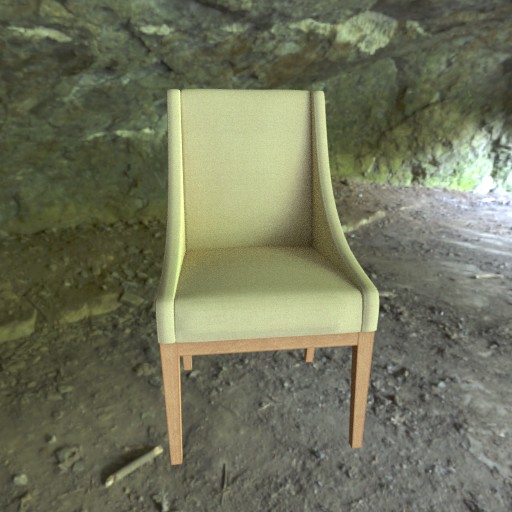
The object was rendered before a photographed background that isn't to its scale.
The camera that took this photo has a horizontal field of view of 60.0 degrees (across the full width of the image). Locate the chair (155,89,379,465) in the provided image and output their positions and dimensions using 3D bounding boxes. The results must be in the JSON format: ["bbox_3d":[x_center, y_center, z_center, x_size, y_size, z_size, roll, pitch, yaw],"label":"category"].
[{"bbox_3d":[0.000,0.000,1.393,0.575,1.021,0.611,-2,16,-7],"label":"chair"}]
